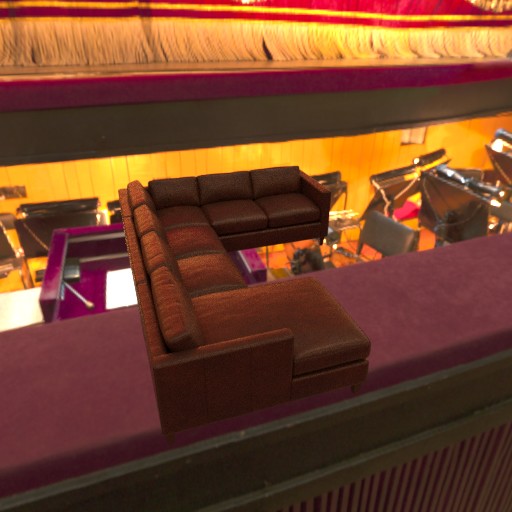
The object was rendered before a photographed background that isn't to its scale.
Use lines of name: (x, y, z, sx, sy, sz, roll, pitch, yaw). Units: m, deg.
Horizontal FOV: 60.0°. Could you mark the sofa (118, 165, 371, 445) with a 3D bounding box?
sofa: (0.000, 0.000, 4.535, 2.452, 0.891, 3.324, -9, 30, -17)
